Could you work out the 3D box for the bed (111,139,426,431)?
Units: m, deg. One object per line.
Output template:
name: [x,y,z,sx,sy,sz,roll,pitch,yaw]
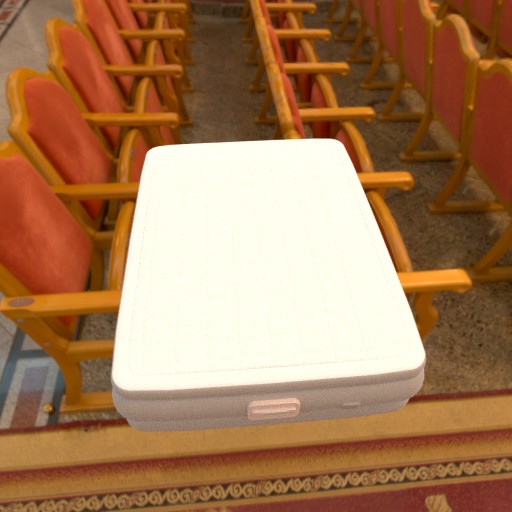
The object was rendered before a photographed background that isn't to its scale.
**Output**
bed: [0.000,0.000,2.737,1.520,0.460,2.036,-3,46,-3]
